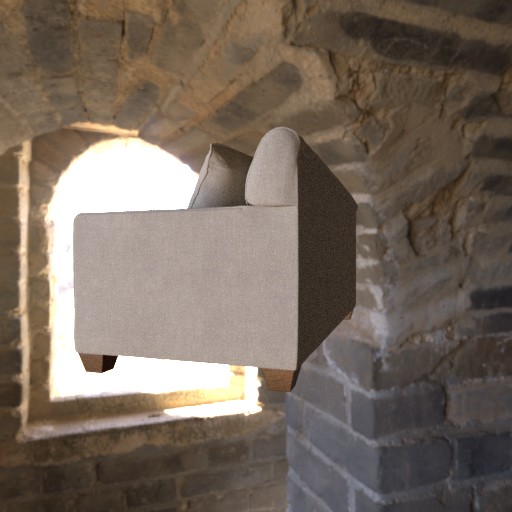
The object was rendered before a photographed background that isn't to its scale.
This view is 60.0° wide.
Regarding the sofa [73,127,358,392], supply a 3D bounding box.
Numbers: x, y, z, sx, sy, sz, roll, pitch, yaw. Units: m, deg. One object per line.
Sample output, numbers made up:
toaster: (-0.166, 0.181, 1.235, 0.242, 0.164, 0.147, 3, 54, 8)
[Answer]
sofa: (0.000, 0.000, 2.610, 0.997, 0.958, 2.024, 0, 0, 18)
